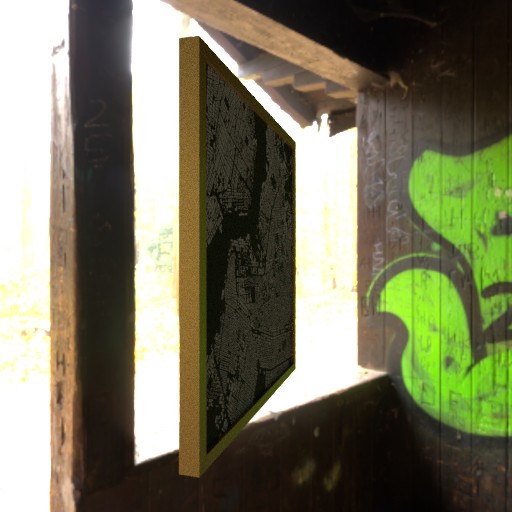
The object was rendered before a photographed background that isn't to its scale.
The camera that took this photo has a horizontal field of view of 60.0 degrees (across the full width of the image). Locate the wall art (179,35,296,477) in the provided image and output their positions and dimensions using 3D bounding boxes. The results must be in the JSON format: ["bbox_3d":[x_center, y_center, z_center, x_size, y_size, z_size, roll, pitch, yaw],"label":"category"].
[{"bbox_3d":[0.000,0.000,2.861,0.099,1.926,1.926,0,0,18],"label":"wall art"}]
